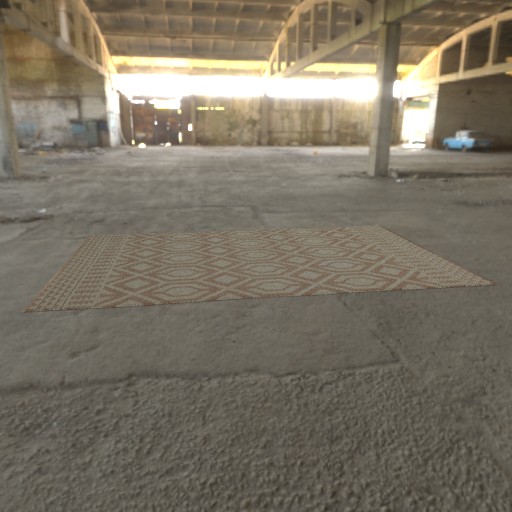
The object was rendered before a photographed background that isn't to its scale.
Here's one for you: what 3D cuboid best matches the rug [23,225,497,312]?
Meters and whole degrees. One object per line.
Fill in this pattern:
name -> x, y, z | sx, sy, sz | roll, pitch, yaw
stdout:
rug -> 0.000, 0.000, 2.960 | 2.435, 0.011, 1.526 | -2, 16, -8
